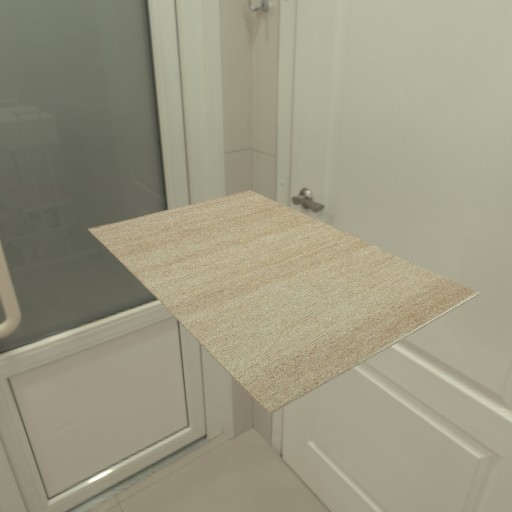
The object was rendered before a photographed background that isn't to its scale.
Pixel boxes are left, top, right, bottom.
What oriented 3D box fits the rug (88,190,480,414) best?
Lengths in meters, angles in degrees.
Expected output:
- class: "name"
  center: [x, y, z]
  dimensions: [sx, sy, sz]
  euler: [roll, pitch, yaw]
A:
- class: "rug"
  center: [0.000, 0.000, 3.037]
  dimensions: [1.574, 0.029, 2.346]
  euler: [-18, 32, -32]
